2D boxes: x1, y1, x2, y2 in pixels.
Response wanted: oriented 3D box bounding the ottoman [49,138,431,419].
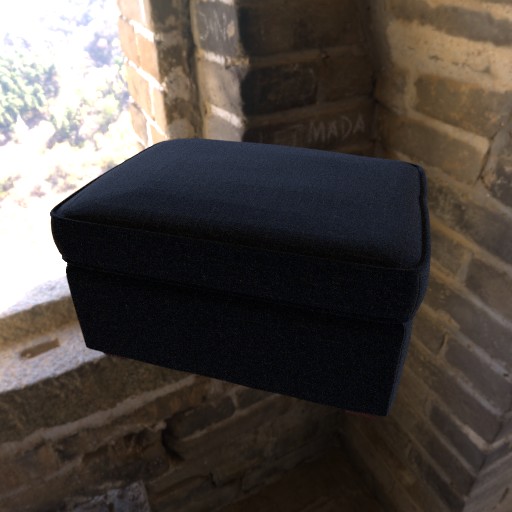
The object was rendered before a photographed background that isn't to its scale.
[{"bbox_3d":[0.000,0.000,1.093,0.749,0.450,0.549,9,33,14],"label":"ottoman"}]
